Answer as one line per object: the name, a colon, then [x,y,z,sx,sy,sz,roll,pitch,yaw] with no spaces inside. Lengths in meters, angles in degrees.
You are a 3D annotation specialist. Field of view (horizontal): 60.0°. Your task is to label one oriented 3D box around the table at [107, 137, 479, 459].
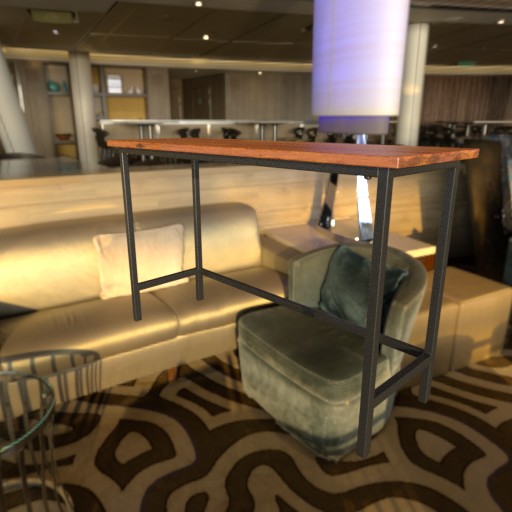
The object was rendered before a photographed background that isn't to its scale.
table: [0.000,0.000,1.504,0.408,0.740,1.204,-16,23,-42]
